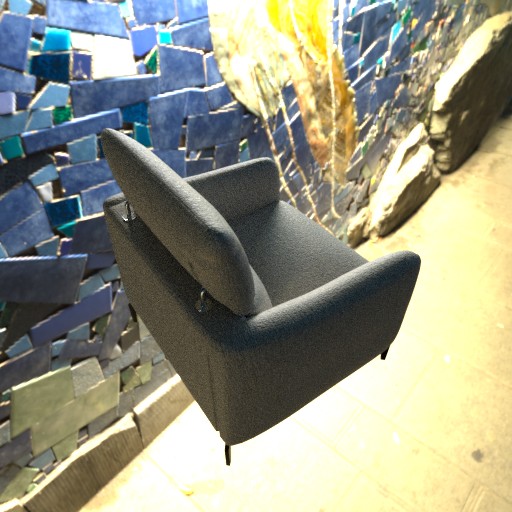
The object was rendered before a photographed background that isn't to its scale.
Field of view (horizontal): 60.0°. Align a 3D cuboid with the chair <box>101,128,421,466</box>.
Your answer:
[{"bbox_3d":[0.000,0.000,1.686,0.835,0.967,0.972,-24,46,-26],"label":"chair"}]
